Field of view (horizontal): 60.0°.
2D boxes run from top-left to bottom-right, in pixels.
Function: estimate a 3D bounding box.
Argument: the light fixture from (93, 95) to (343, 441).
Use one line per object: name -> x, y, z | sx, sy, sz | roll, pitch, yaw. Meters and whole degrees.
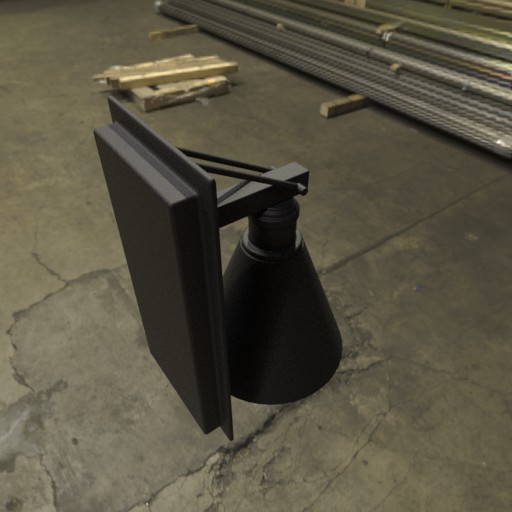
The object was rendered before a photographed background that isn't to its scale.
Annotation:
light fixture -> 0.000, 0.000, 0.419 | 0.207, 0.298, 0.170 | -26, 47, -26
